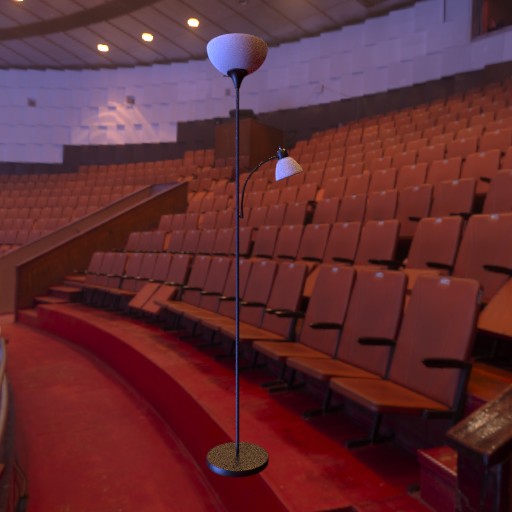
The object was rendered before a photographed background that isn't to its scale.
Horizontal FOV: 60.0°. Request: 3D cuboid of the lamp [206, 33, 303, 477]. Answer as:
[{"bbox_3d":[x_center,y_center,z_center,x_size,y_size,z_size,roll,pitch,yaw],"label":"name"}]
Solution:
[{"bbox_3d":[0.000,0.000,1.964,0.442,1.804,0.279,0,0,-19],"label":"lamp"}]
